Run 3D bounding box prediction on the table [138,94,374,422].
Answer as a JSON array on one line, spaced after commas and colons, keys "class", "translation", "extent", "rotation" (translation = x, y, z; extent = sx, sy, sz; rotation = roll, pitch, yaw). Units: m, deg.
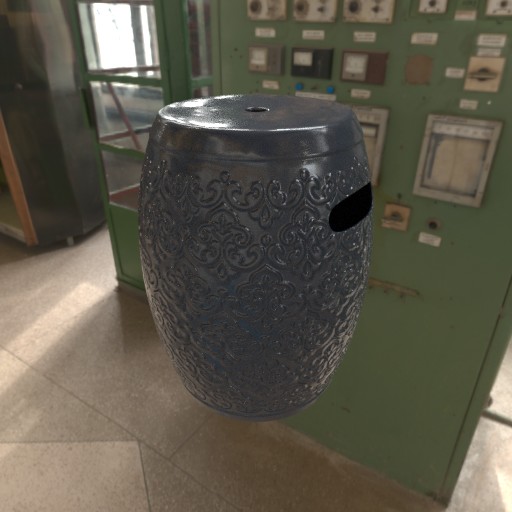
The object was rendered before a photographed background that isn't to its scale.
[{"class": "table", "translation": [0.000, 0.000, 0.617], "extent": [0.309, 0.397, 0.309], "rotation": [0, 28, 0]}]
